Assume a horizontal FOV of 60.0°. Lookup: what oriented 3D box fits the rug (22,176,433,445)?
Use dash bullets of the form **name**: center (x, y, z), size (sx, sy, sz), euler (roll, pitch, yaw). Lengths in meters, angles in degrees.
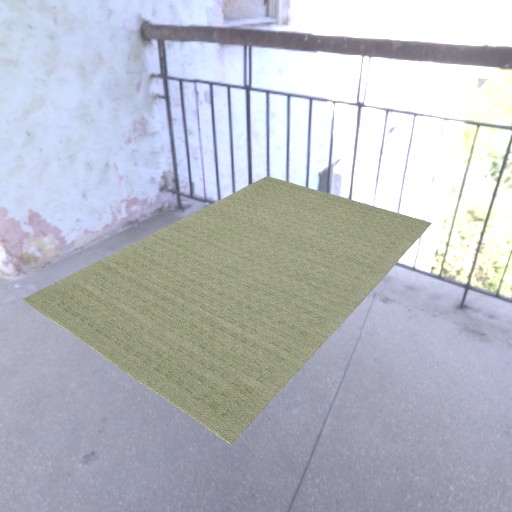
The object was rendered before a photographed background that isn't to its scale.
- **rug**: center (0.000, 0.000, 2.162), size (1.143, 0.006, 1.747), euler (22, 38, 31)
